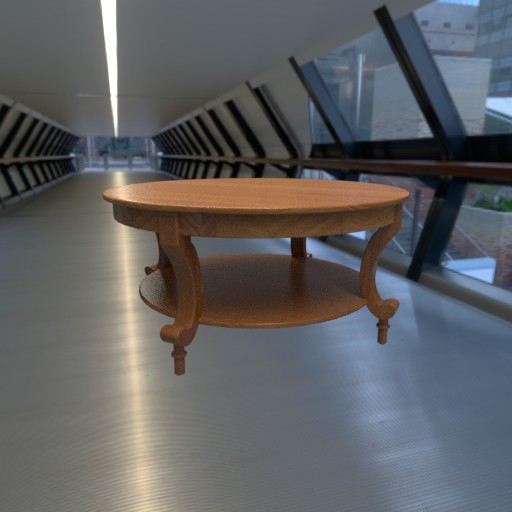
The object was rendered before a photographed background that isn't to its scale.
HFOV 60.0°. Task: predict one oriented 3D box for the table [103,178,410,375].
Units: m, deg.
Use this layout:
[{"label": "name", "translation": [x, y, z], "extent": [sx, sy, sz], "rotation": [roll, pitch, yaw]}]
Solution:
[{"label": "table", "translation": [0.000, 0.000, 1.616], "extent": [1.029, 0.490, 1.029], "rotation": [0, 14, 0]}]
